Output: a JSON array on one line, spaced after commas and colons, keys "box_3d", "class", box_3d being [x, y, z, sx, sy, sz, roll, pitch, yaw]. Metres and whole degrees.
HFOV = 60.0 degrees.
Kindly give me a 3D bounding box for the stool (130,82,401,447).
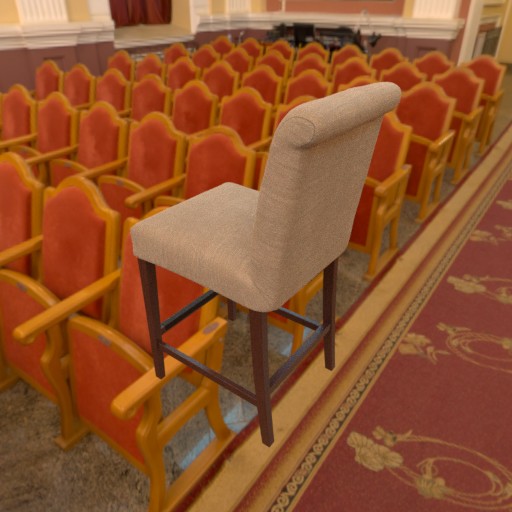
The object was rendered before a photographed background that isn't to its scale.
[{"box_3d": [0.000, 0.000, 1.451, 0.660, 1.084, 0.486, 20, 36, 31], "class": "stool"}]
